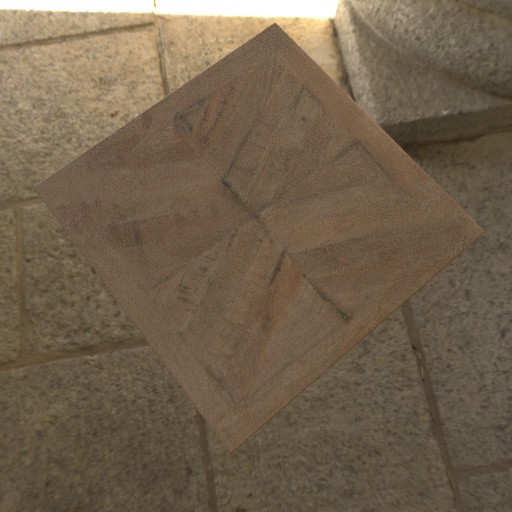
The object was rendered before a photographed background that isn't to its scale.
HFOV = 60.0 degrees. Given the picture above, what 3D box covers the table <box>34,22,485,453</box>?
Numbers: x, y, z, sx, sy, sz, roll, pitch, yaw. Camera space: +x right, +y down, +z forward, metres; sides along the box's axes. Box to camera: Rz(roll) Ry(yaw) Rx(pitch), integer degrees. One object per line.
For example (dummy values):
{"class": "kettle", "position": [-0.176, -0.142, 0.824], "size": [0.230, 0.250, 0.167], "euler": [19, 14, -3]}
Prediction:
{"class": "table", "position": [0.000, 0.000, 0.945], "size": [0.498, 0.550, 0.499], "euler": [-38, 78, -10]}
